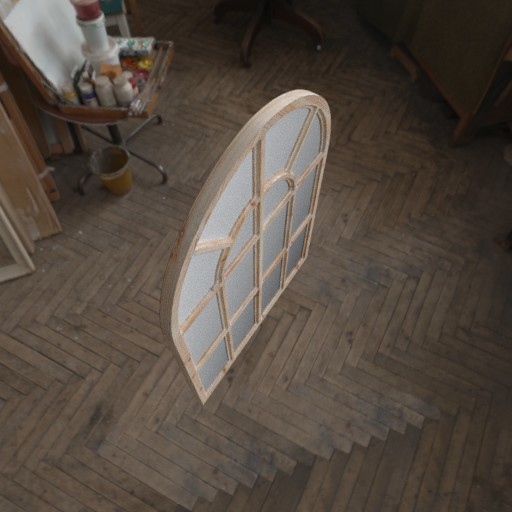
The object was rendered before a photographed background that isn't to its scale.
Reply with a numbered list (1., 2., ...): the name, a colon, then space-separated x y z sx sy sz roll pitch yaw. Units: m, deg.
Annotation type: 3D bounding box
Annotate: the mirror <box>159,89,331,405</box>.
1. mirror: 0.000 0.000 1.170 0.032 0.920 0.660 30 64 16
